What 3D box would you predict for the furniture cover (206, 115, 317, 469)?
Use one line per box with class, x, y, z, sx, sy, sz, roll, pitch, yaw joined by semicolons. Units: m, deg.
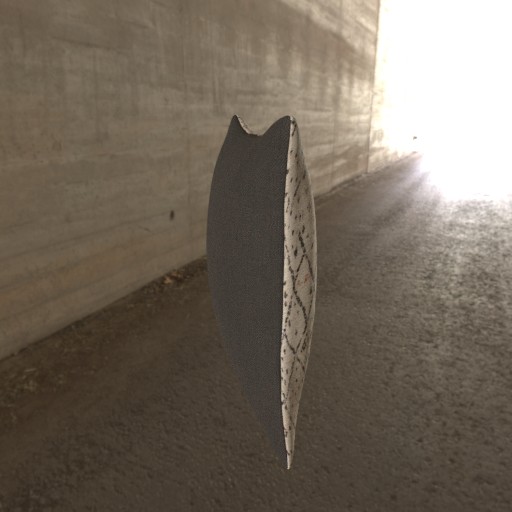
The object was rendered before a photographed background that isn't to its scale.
furniture cover;0.000;0.000;0.812;0.180;0.498;0.525;-3;17;-9
